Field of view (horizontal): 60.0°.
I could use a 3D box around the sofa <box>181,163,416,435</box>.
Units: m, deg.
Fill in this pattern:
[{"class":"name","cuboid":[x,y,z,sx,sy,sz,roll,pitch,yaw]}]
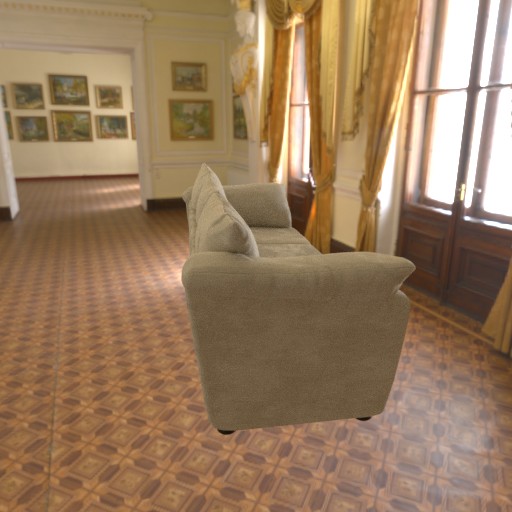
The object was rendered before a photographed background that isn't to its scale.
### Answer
[{"class":"sofa","cuboid":[0.000,0.000,2.748,0.893,0.981,2.377,-2,17,-8]}]
